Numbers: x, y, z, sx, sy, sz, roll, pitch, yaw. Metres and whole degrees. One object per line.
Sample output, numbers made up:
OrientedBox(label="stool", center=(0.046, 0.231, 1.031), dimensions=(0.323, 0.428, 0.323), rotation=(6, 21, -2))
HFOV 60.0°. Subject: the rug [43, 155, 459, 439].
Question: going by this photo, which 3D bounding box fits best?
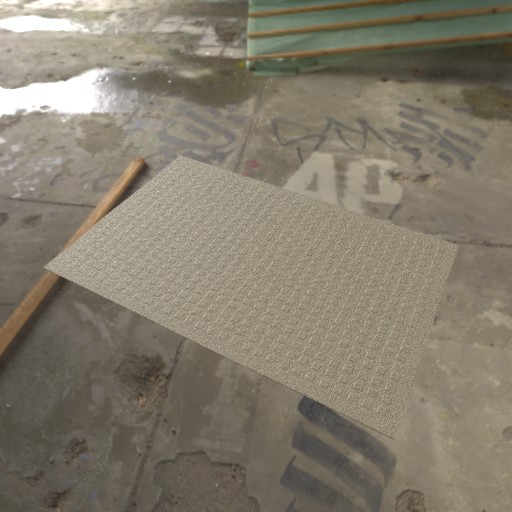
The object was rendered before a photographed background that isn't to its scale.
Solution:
OrientedBox(label="rug", center=(0.000, 0.000, 2.214), dimensions=(1.747, 0.006, 1.143), rotation=(21, 49, 20))
